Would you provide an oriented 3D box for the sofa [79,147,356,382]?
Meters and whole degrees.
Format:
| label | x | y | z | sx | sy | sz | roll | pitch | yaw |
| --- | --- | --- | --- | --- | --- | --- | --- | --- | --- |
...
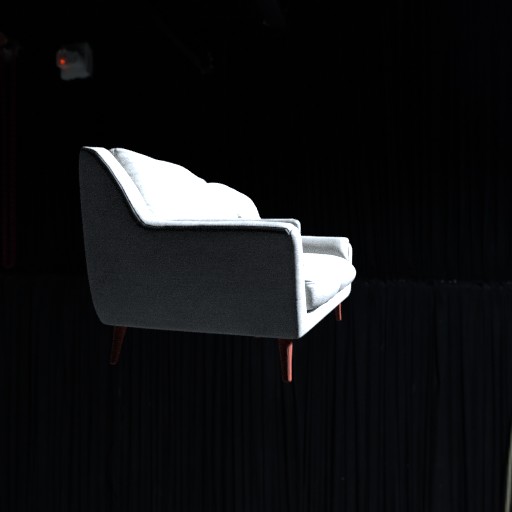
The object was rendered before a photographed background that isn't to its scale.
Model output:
| label | x | y | z | sx | sy | sz | roll | pitch | yaw |
| --- | --- | --- | --- | --- | --- | --- | --- | --- | --- |
| sofa | 0.000 | 0.000 | 2.447 | 0.976 | 0.897 | 1.930 | 0 | 0 | 17 |
